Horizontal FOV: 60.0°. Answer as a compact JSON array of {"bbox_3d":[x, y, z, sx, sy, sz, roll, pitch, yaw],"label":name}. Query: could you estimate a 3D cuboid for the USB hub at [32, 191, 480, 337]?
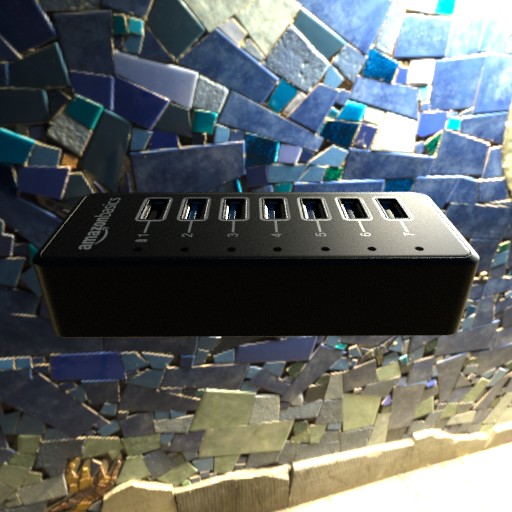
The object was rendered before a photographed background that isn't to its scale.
[{"bbox_3d":[0.000,0.000,0.130,0.110,0.023,0.044,0,31,0],"label":"USB hub"}]
